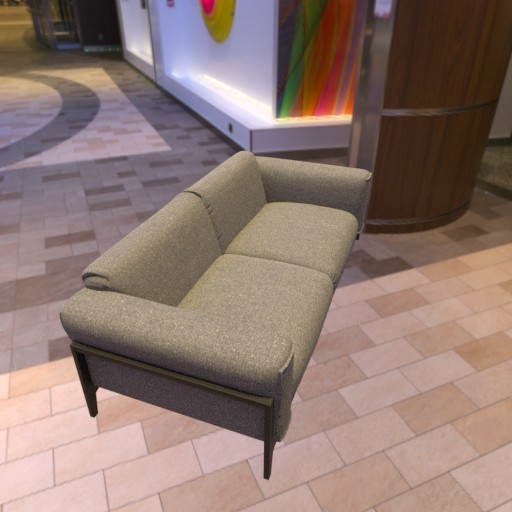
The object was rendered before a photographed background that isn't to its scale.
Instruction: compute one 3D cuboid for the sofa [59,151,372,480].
[{"bbox_3d":[0.000,0.000,2.572,0.985,0.703,2.125,11,33,18],"label":"sofa"}]
